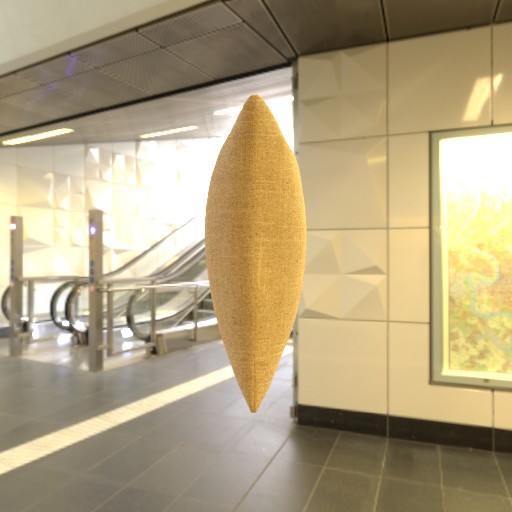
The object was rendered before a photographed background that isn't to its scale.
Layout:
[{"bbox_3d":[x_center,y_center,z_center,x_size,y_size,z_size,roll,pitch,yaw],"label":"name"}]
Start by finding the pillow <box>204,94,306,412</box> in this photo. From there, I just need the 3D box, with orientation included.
[{"bbox_3d":[0.000,0.000,1.011,0.197,0.429,0.859,0,0,1],"label":"pillow"}]
